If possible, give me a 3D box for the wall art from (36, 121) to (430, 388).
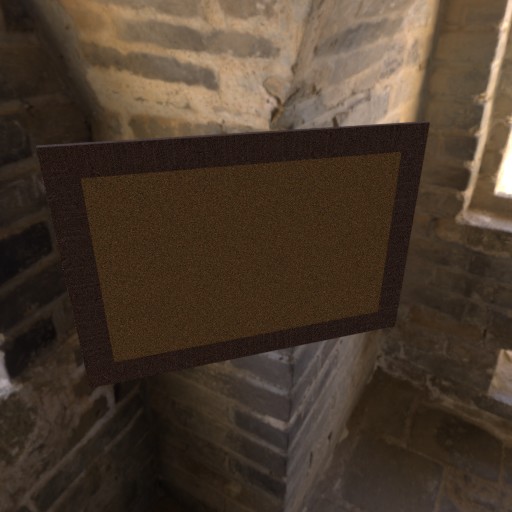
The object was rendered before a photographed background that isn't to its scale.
[{"bbox_3d":[0.000,0.000,1.147,0.917,0.626,0.019,-8,28,-16],"label":"wall art"}]
